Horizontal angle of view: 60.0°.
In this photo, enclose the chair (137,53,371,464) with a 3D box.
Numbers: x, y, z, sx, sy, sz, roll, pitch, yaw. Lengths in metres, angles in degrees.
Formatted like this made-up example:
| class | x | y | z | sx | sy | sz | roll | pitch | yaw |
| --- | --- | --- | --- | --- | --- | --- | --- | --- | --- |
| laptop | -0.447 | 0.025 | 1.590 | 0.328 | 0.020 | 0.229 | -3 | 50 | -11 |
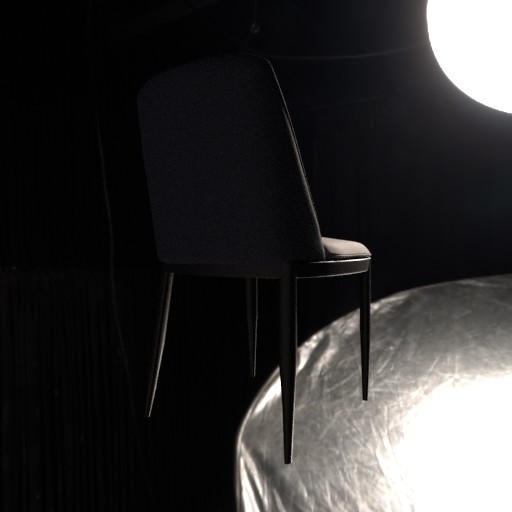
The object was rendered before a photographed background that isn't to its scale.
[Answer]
| class | x | y | z | sx | sy | sz | roll | pitch | yaw |
| --- | --- | --- | --- | --- | --- | --- | --- | --- | --- |
| chair | 0.000 | 0.000 | 1.173 | 0.480 | 0.839 | 0.551 | 1 | 2 | 35 |
